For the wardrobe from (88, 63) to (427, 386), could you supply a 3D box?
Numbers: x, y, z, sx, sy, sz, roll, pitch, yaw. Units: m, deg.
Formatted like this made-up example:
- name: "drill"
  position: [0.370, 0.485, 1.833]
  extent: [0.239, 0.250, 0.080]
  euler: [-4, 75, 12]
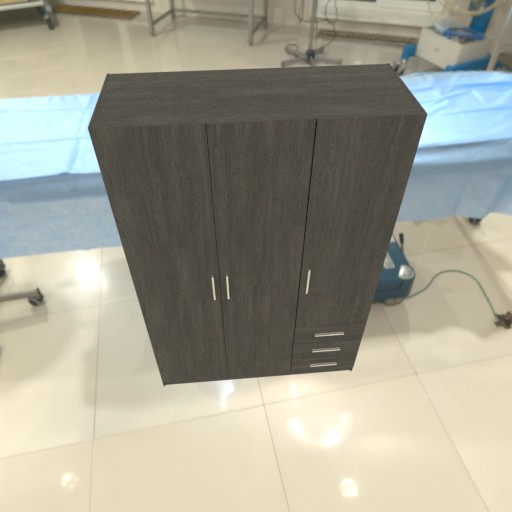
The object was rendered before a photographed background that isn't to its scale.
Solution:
- name: "wardrobe"
  position: [0.000, 0.000, 2.515]
  extent: [1.290, 1.910, 0.510]
  euler: [-4, 45, -4]
